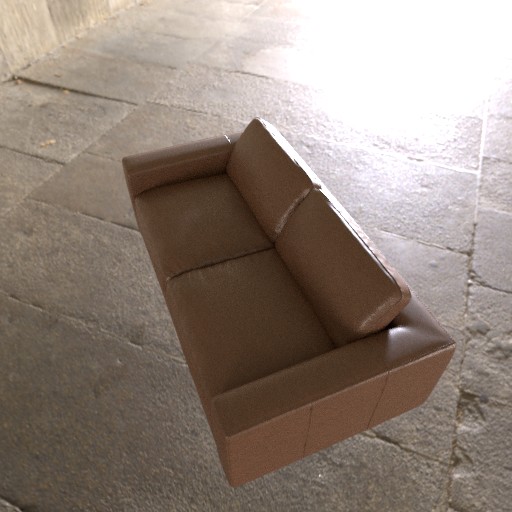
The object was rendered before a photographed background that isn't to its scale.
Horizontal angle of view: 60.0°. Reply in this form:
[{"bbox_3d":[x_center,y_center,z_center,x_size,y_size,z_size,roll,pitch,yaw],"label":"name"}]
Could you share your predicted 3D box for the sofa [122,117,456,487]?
[{"bbox_3d":[0.000,0.000,2.429,1.070,0.800,1.920,-17,49,-15],"label":"sofa"}]
